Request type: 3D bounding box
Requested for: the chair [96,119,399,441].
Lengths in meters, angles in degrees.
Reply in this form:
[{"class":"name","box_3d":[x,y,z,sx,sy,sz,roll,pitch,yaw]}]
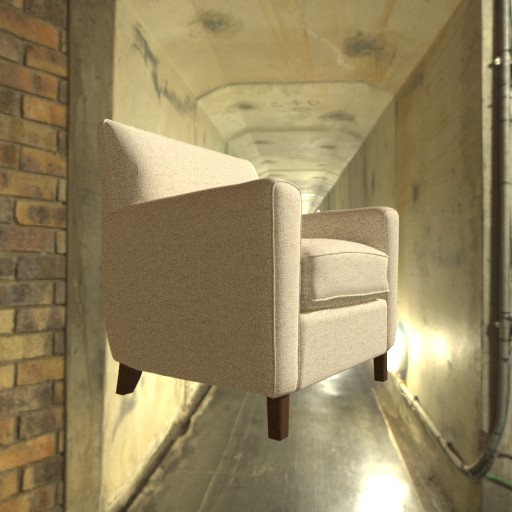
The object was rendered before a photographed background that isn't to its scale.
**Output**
[{"class":"chair","box_3d":[0.000,0.000,1.621,0.823,0.943,0.870,-1,-1,37]}]
